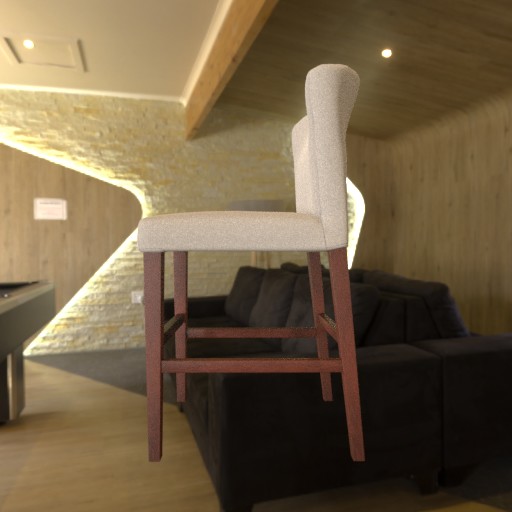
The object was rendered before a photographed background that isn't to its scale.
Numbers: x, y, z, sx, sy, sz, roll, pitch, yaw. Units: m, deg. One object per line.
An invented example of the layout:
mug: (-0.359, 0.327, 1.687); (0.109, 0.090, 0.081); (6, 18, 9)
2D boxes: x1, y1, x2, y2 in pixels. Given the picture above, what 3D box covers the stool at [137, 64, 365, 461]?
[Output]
stool: (0.000, 0.000, 1.261); (0.568, 0.968, 0.479); (0, 1, -1)
